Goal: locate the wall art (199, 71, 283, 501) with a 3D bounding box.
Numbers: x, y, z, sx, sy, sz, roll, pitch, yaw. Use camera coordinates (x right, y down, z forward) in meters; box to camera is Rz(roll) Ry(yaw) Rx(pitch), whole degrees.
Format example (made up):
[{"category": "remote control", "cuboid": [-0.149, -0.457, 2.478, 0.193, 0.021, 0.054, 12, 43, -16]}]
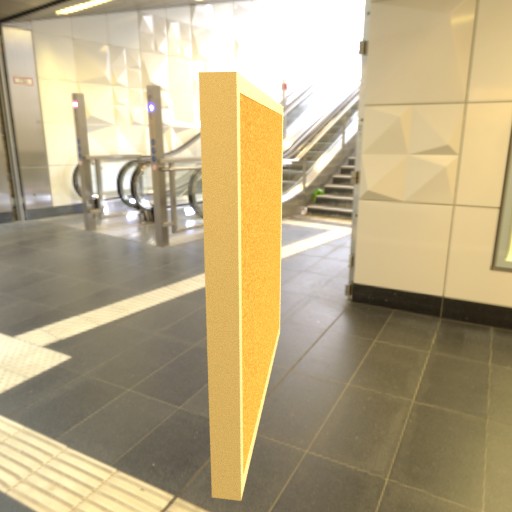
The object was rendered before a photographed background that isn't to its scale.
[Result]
[{"category": "wall art", "cuboid": [0.000, 0.000, 0.739, 0.038, 0.505, 0.506, 2, 15, 8]}]
